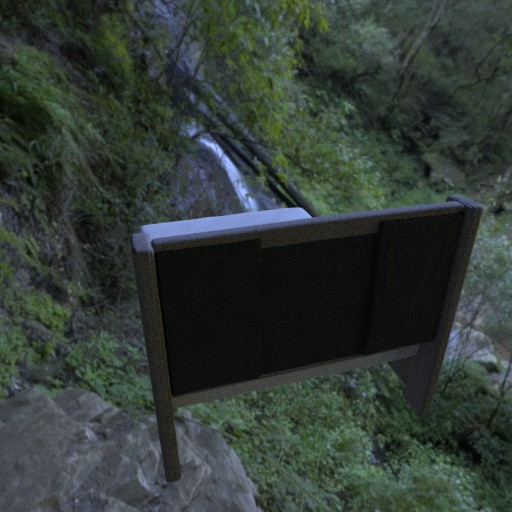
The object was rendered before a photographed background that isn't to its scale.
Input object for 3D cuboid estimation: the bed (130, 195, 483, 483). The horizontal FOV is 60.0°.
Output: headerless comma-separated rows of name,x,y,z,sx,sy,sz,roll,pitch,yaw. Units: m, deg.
bed,0.000,0.000,3.279,1.714,1.476,2.245,-8,29,-15
